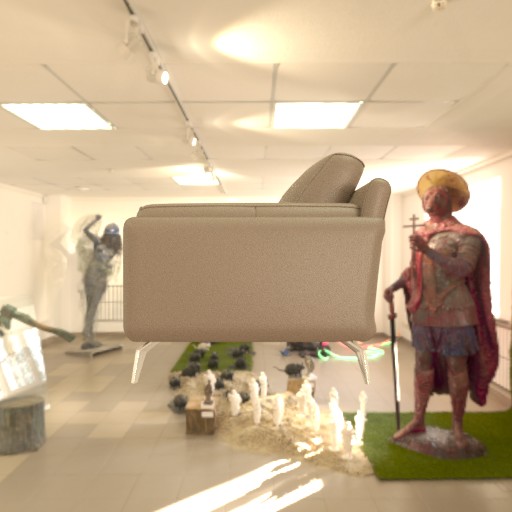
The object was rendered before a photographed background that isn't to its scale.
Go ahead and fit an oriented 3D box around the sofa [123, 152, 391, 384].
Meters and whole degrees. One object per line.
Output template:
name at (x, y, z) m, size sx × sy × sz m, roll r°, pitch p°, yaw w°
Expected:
sofa at (0.000, 0.000, 2.601) m, size 1.049 × 0.930 × 2.101 m, roll 0°, pitch 1°, yaw 0°
